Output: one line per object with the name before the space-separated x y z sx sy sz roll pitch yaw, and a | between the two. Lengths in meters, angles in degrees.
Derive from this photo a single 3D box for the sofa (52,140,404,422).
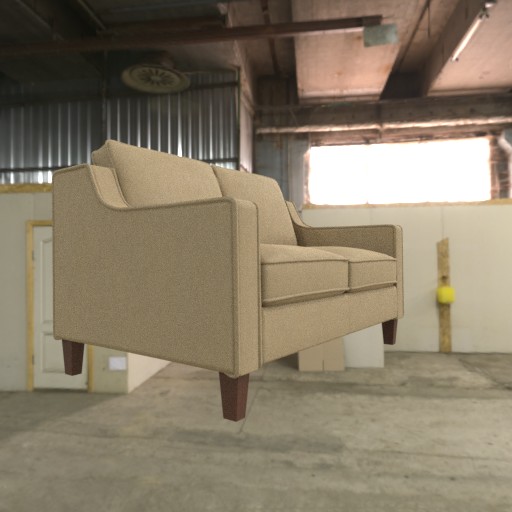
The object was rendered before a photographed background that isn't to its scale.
sofa | 0.000 0.000 2.129 0.987 0.971 1.501 0 0 36
